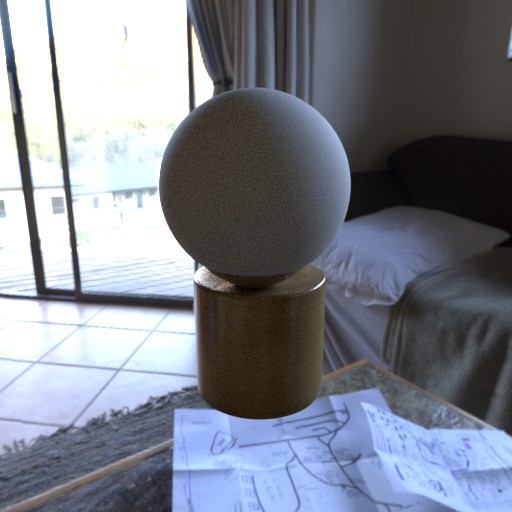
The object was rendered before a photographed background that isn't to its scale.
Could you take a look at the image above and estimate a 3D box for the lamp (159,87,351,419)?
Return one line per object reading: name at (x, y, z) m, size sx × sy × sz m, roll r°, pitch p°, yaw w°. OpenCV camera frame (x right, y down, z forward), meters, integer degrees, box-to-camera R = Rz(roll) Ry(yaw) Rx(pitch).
lamp at (0.000, 0.000, 0.353) m, size 0.141 × 0.250 × 0.152 m, roll 3°, pitch 15°, yaw 10°
